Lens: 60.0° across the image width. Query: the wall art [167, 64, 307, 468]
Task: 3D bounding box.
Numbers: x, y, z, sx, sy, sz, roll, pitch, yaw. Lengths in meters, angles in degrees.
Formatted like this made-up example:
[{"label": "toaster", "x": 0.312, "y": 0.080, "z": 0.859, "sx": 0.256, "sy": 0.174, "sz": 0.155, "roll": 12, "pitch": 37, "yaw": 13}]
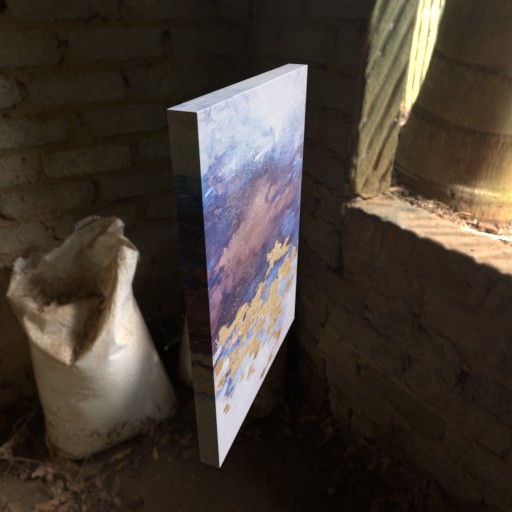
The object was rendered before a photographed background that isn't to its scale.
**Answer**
[{"label": "wall art", "x": 0.000, "y": 0.000, "z": 0.783, "sx": 0.036, "sy": 0.581, "sz": 0.437, "roll": 11, "pitch": 31, "yaw": 18}]
